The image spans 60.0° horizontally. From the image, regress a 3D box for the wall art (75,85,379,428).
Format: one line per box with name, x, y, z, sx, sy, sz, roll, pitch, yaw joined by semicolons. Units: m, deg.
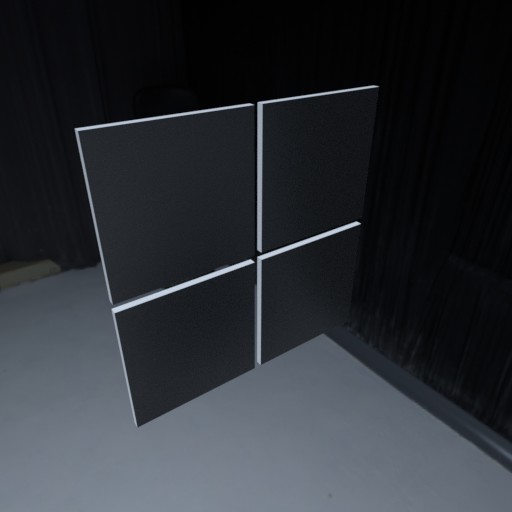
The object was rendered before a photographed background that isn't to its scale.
wall art;0.000;0.000;1.687;1.118;1.118;0.029;-20;35;-30
